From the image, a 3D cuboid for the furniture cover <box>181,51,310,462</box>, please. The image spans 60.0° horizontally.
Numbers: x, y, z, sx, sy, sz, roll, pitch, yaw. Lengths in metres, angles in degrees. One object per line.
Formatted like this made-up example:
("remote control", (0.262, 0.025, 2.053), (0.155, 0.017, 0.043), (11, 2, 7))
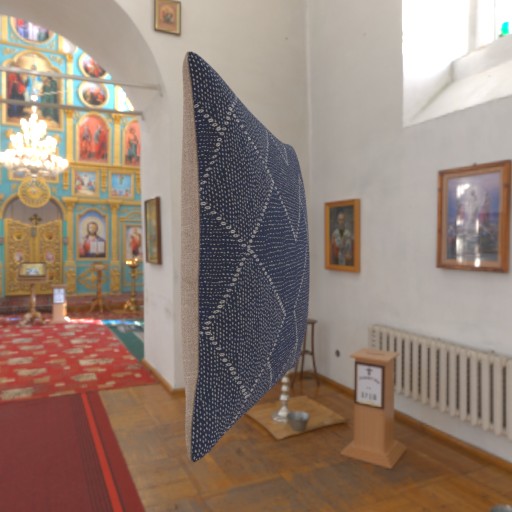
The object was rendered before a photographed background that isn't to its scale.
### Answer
("furniture cover", (0.000, 0.000, 0.779), (0.162, 0.503, 0.511), (0, 0, 19))
